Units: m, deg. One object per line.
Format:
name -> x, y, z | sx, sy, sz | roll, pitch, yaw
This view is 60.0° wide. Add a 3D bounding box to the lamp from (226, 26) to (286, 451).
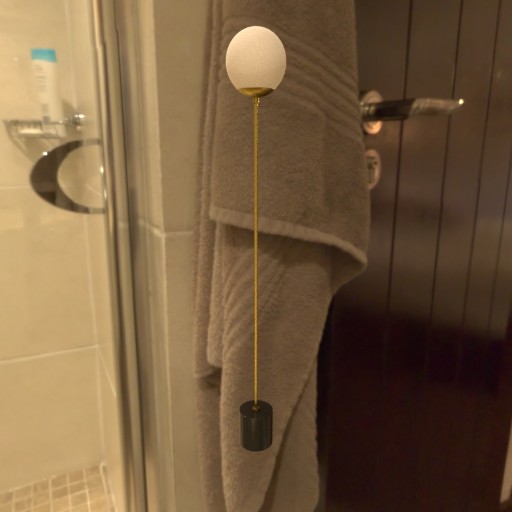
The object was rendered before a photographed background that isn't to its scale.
lamp -> 0.000, 0.000, 1.846 | 0.229, 1.748, 0.229 | 7, 14, 27
